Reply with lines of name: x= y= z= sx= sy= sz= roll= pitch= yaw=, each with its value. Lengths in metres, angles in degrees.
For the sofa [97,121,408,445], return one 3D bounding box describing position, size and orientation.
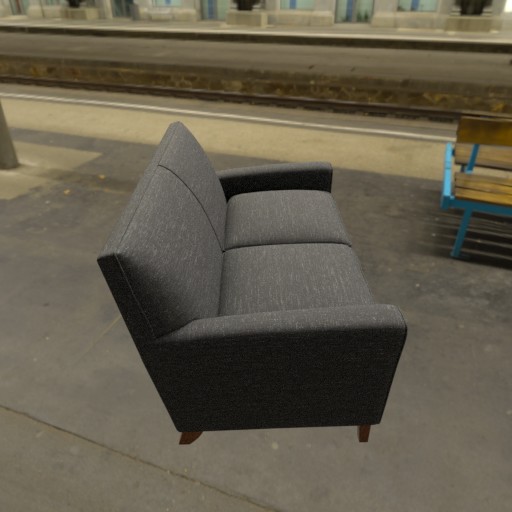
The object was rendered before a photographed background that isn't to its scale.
sofa: x=0.000 y=0.000 z=1.964 sx=0.875 sy=0.846 sz=1.420 roll=-1 pitch=31 yaw=-1
